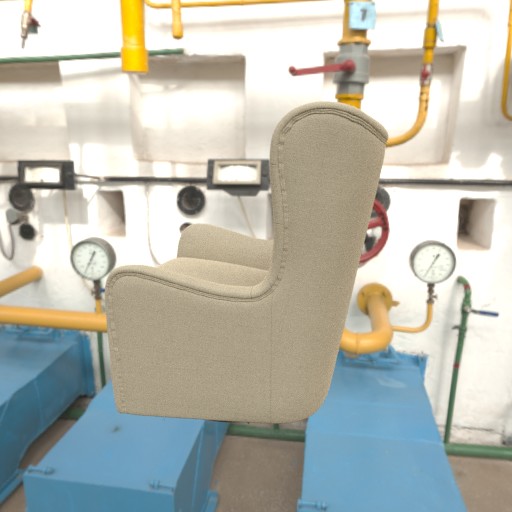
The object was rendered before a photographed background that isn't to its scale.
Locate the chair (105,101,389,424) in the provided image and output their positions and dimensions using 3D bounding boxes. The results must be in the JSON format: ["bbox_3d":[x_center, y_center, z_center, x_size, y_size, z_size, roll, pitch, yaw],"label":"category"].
[{"bbox_3d":[0.000,0.000,1.737,0.929,1.079,0.831,3,15,10],"label":"chair"}]
